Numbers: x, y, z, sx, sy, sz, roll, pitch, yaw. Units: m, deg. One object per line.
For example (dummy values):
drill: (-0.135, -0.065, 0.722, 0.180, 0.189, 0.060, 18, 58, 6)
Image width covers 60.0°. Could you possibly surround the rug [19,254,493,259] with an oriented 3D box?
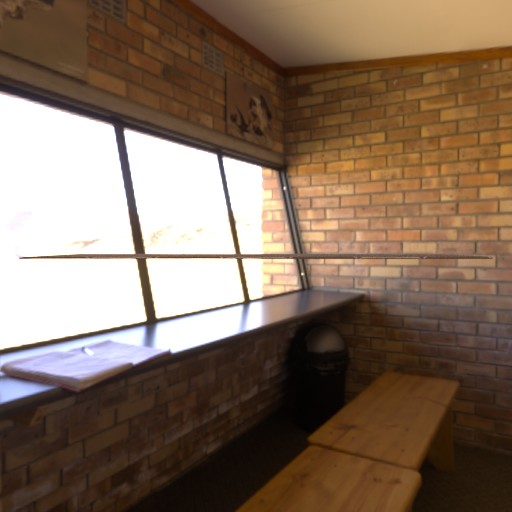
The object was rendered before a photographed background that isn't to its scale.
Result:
rug: (0.000, 0.000, 2.686, 2.464, 0.012, 0.773, 0, 1, 0)
